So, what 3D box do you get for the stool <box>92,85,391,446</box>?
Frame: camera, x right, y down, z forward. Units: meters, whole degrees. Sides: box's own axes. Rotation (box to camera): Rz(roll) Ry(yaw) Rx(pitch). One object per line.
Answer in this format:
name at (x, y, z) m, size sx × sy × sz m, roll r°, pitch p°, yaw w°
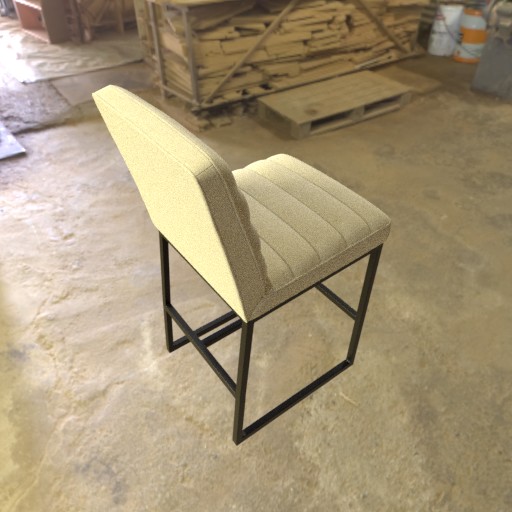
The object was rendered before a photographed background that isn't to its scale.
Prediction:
stool at (0.000, 0.000, 1.239) m, size 0.560 × 0.940 × 0.460 m, roll -26°, pitch 47°, yaw -27°
